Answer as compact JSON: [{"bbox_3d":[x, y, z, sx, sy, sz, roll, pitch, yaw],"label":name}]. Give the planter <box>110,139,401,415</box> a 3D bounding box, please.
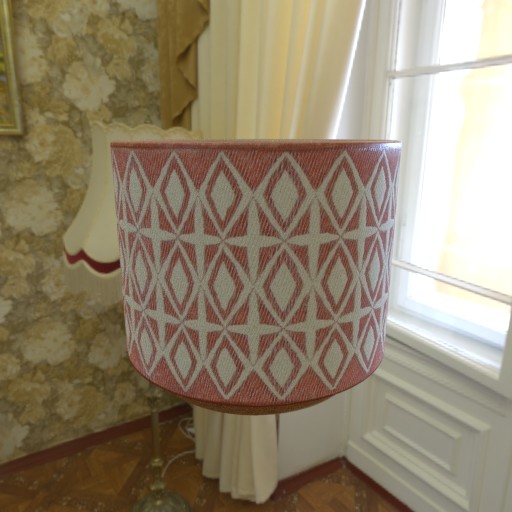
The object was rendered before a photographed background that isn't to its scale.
[{"bbox_3d":[0.000,0.000,0.467,0.273,0.237,0.273,0,15,0],"label":"planter"}]
